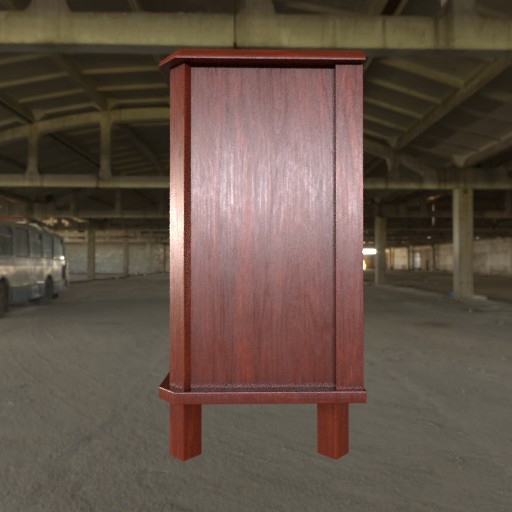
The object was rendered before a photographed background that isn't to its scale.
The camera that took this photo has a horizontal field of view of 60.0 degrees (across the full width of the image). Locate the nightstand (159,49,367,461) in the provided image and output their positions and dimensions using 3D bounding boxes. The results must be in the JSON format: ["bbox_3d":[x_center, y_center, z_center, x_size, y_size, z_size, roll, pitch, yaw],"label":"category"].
[{"bbox_3d":[0.000,0.000,0.938,0.351,0.681,0.435,0,-1,-1],"label":"nightstand"}]
